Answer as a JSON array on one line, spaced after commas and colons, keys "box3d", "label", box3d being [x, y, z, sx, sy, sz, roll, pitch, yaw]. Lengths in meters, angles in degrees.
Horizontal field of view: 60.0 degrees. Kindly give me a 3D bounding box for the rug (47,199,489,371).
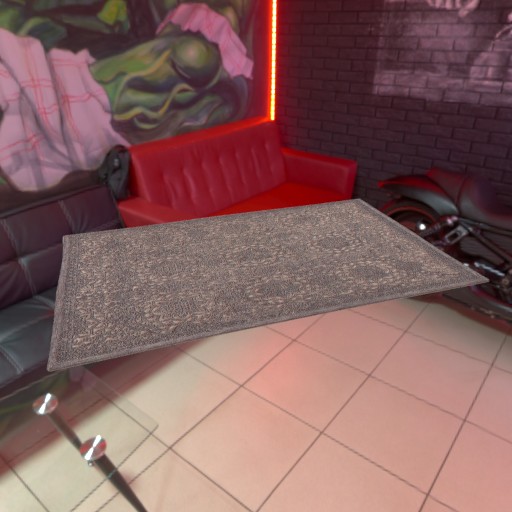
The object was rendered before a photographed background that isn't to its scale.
[{"box3d": [0.000, 0.000, 2.986, 2.498, 0.022, 1.535, -9, 28, -17], "label": "rug"}]
